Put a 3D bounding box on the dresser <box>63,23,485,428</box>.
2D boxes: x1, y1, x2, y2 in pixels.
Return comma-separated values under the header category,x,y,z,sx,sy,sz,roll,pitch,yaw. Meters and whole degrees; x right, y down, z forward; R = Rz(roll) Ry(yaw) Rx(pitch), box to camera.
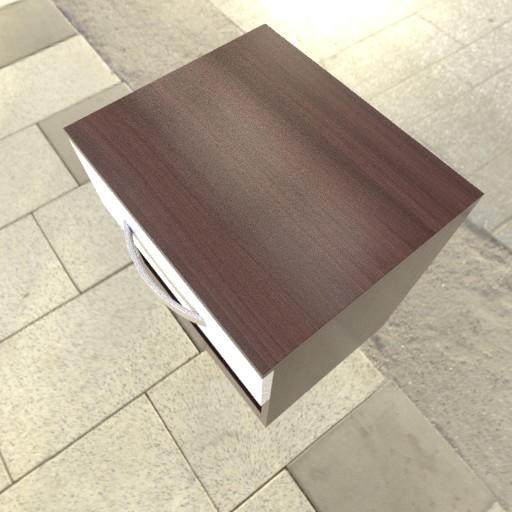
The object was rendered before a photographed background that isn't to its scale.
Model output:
category,x,y,z,sx,sy,sz,roll,pitch,yaw
dresser,0.000,0.000,0.742,0.360,0.470,0.400,-35,68,-17
